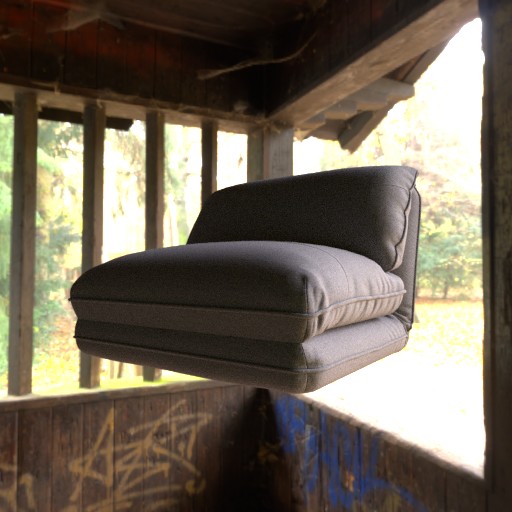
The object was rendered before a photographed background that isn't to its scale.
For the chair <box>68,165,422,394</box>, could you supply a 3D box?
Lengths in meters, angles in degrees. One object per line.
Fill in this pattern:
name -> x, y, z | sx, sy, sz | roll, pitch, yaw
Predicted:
chair -> 0.000, 0.000, 1.345 | 0.820, 0.580, 0.780 | -1, -2, 36
